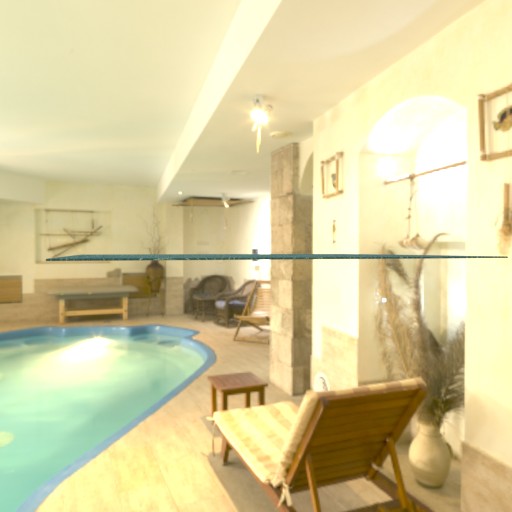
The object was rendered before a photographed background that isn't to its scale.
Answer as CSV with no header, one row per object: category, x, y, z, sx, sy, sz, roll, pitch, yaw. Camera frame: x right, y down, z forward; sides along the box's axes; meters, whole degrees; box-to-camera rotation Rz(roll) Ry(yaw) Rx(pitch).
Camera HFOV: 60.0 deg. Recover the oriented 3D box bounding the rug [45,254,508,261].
rug,0.000,0.000,3.884,3.033,0.012,2.432,0,1,-18
